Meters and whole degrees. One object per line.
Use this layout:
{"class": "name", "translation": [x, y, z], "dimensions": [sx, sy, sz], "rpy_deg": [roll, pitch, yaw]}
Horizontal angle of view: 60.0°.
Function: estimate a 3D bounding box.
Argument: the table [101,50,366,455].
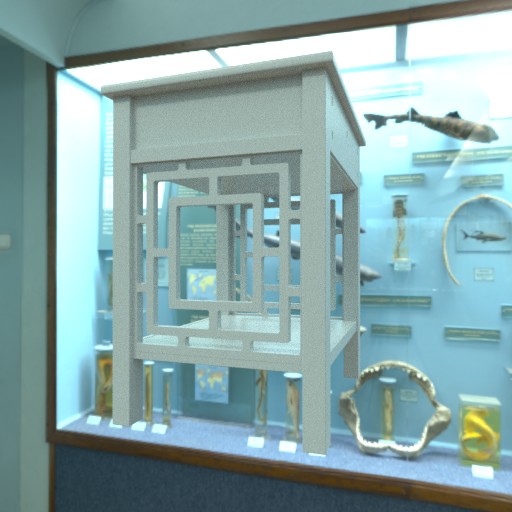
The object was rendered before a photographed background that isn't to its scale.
{"class": "table", "translation": [0.000, 0.000, 1.034], "dimensions": [0.451, 0.646, 0.564], "rpy_deg": [0, 0, 19]}
